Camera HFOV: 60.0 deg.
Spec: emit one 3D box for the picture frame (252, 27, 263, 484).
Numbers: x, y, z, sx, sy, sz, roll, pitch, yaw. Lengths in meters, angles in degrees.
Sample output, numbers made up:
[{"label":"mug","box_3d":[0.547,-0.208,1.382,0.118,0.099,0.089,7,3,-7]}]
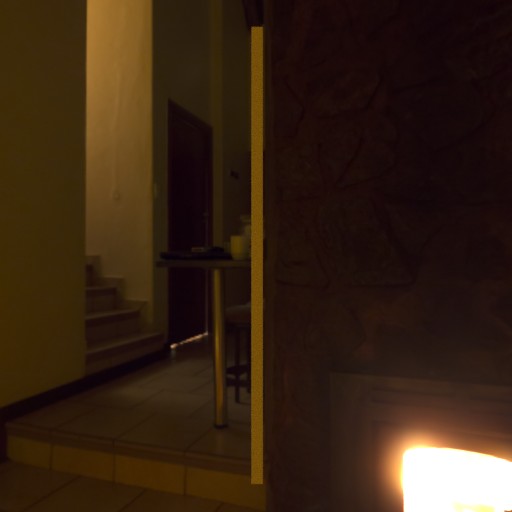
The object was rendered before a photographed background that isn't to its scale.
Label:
[{"label":"picture frame","box_3d":[0.000,0.000,0.608,0.011,0.459,0.326,0,-1,0]}]
